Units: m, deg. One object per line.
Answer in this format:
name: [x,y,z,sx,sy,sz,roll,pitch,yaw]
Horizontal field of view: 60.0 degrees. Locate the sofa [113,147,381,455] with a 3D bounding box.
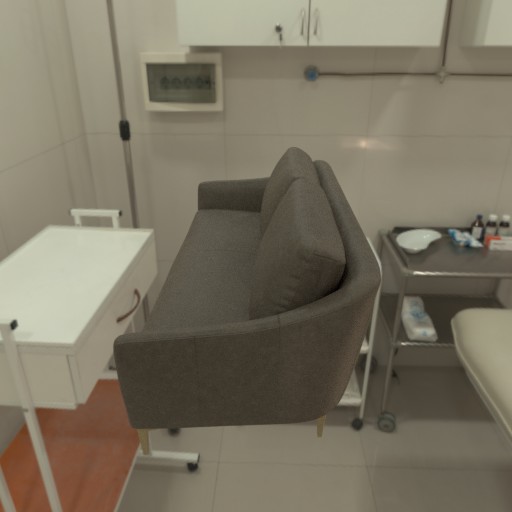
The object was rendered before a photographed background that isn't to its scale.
sofa: [0.000,0.000,2.479,0.960,0.902,2.036,1,25,2]
